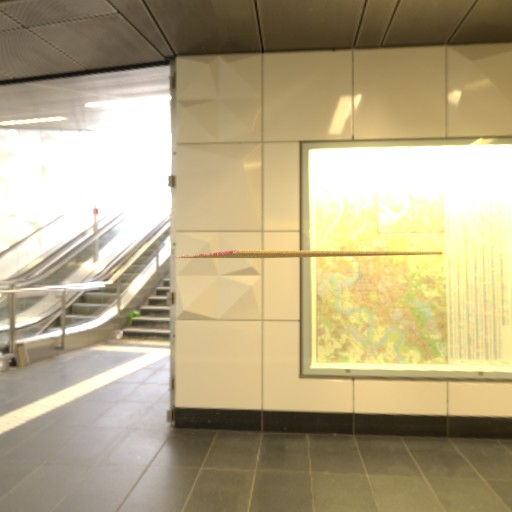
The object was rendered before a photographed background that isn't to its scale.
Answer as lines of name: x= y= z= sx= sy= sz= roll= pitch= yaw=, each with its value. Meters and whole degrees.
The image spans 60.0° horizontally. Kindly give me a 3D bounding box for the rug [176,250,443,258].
rug: x=0.000 y=0.000 z=2.684 sx=0.787 sy=0.011 sz=2.458 roll=0 pitch=-1 yaw=-15
